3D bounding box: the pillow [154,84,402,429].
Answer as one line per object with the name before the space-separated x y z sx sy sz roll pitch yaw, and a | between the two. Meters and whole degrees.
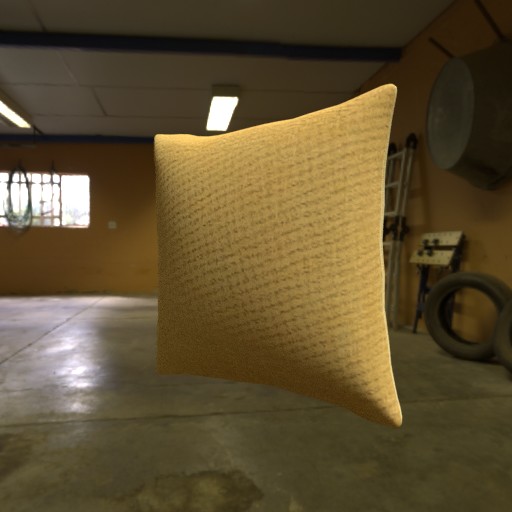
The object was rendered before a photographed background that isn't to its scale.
pillow | 0.000 0.000 0.638 0.419 0.407 0.173 1 1 36
